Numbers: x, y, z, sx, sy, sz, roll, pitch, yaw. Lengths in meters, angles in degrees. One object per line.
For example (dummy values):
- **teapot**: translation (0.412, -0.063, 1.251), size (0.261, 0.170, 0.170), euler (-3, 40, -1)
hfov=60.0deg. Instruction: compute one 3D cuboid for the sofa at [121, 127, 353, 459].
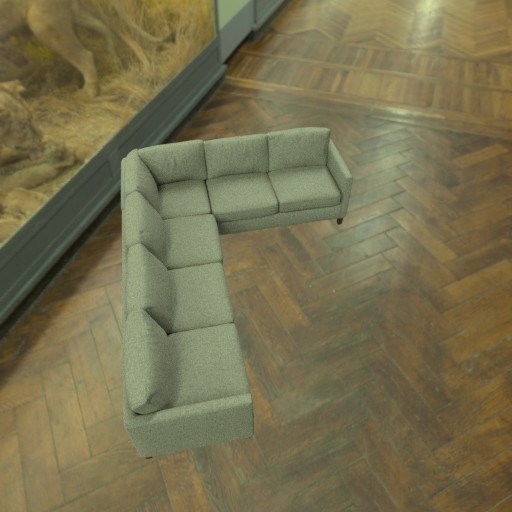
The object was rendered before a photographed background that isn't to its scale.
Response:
- **sofa**: translation (0.000, 0.000, 4.463), size (2.593, 0.947, 3.302), euler (-9, 47, -8)
